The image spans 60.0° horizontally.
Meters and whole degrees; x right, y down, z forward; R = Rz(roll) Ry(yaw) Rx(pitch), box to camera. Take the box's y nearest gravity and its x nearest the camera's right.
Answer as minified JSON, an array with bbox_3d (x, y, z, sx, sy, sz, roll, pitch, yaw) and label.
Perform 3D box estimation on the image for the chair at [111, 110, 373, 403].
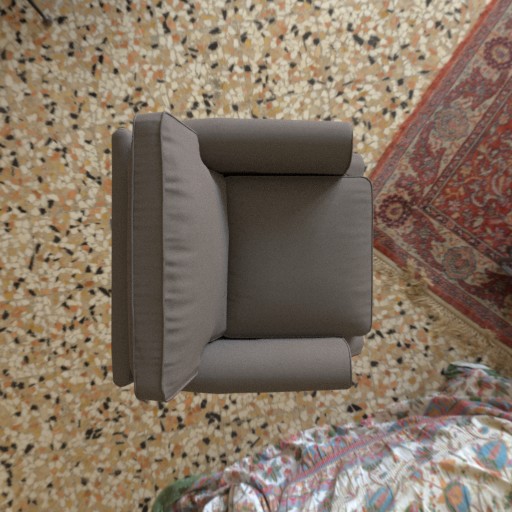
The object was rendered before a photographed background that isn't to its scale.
[{"bbox_3d":[0.000,0.000,1.748,0.966,0.967,1.029,0,91,-1],"label":"chair"}]
